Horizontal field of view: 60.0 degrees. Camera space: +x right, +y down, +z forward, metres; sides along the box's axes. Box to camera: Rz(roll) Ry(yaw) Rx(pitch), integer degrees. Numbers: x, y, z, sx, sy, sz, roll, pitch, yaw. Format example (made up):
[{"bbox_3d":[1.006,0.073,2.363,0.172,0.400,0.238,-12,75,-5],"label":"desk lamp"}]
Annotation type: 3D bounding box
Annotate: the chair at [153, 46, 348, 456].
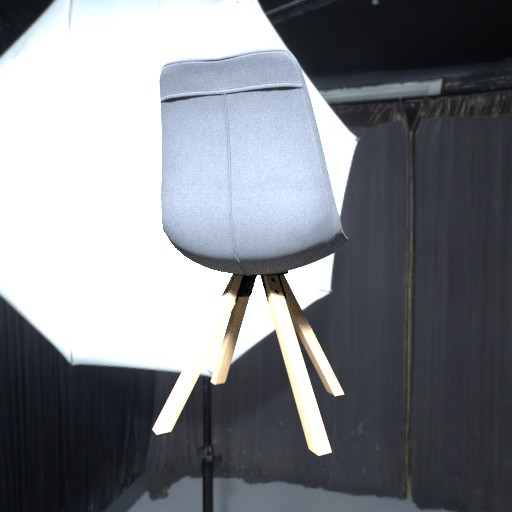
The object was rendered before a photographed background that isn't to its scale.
[{"bbox_3d":[0.000,0.000,1.183,0.474,0.863,0.549,0,2,16],"label":"chair"}]
